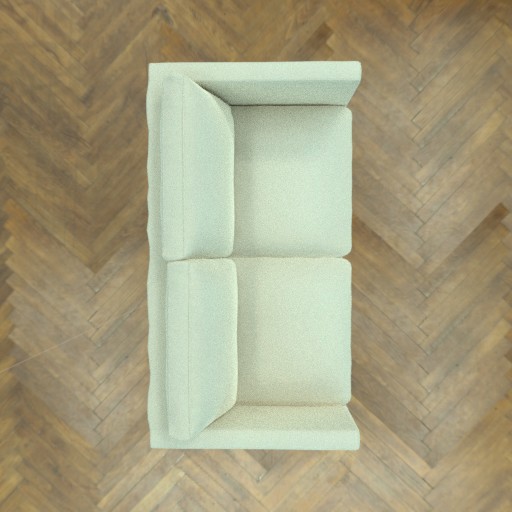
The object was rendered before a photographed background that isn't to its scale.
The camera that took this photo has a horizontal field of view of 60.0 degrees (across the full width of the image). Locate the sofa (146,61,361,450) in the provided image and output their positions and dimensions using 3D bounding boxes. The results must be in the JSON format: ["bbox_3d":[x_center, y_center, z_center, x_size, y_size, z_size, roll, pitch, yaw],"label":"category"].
[{"bbox_3d":[0.000,0.000,2.238,0.962,0.834,1.746,0,91,1],"label":"sofa"}]
